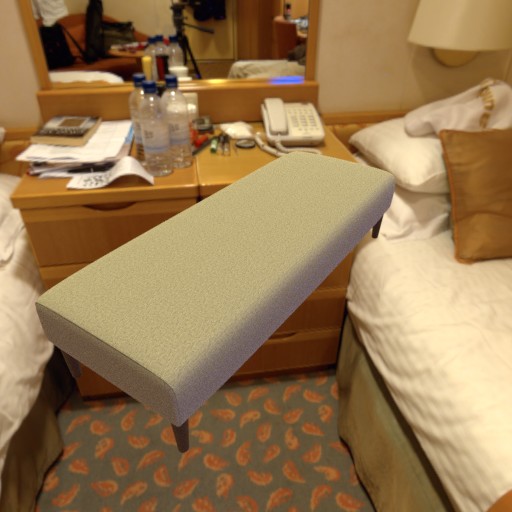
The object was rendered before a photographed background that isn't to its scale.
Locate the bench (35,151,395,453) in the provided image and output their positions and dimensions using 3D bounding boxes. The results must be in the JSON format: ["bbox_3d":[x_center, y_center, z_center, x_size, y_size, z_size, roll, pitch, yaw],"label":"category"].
[{"bbox_3d":[0.000,0.000,1.865,0.631,0.383,1.598,21,39,28],"label":"bench"}]
